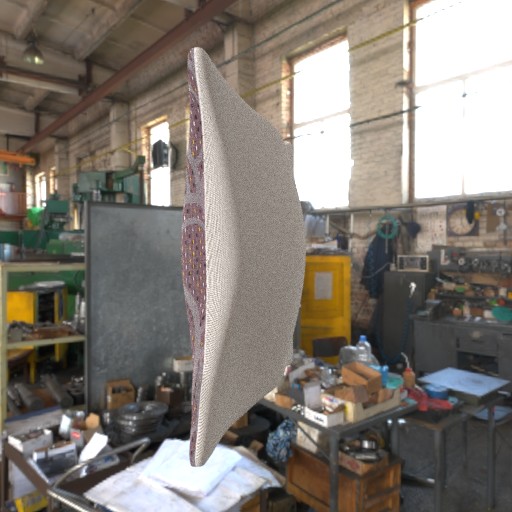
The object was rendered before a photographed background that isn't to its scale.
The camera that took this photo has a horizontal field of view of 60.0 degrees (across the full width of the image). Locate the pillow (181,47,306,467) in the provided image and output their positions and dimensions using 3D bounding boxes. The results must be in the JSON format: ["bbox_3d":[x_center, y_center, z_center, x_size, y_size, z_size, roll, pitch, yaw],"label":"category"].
[{"bbox_3d":[0.000,0.000,0.780,0.163,0.513,0.514,0,1,17],"label":"pillow"}]
